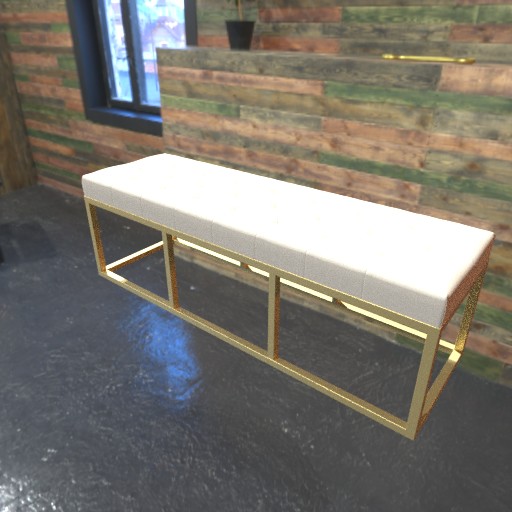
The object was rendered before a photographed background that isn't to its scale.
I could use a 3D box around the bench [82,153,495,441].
[{"bbox_3d":[0.000,0.000,1.667,1.473,0.484,0.457,20,34,33],"label":"bench"}]
